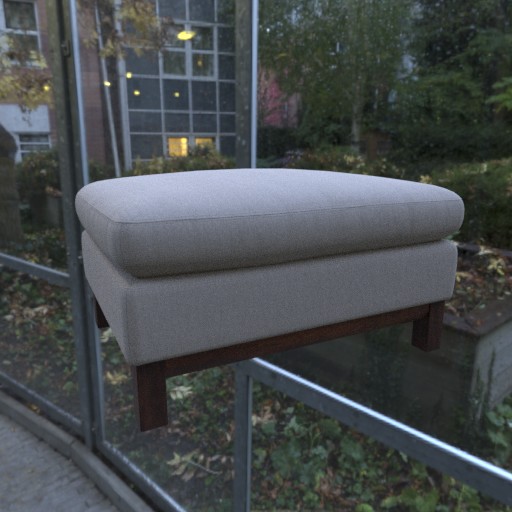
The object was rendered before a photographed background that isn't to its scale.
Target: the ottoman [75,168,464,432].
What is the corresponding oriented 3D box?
[{"bbox_3d":[0.000,0.000,1.092,0.771,0.420,0.606,-7,15,-26],"label":"ottoman"}]
